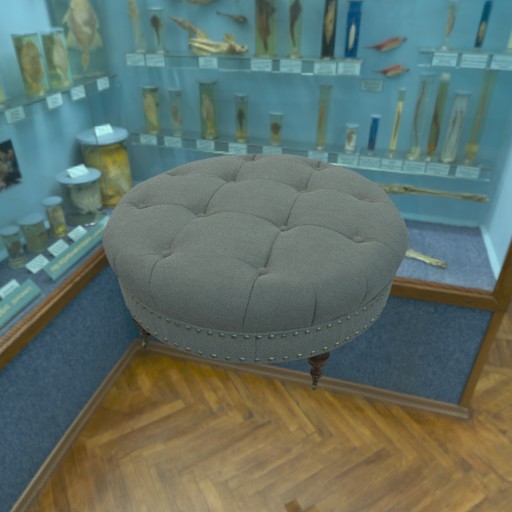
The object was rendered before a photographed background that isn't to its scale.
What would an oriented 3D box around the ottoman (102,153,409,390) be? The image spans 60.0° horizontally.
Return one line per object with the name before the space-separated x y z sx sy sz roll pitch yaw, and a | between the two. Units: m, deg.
ottoman | 0.000 0.000 1.420 0.901 0.439 0.901 0 33 0
